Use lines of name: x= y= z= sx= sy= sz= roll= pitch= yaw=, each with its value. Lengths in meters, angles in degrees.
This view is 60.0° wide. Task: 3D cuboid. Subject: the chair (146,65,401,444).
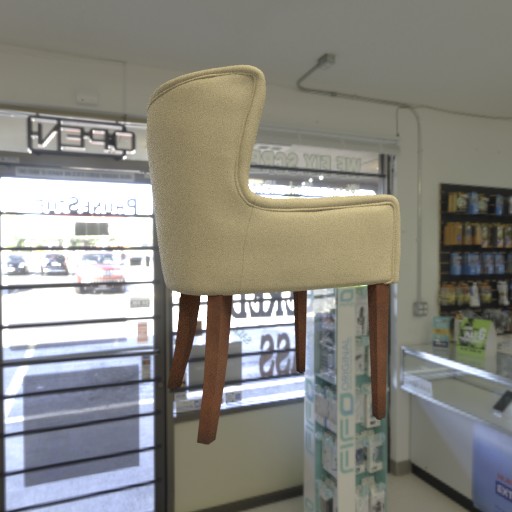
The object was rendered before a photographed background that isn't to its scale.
chair: x=0.000 y=0.000 z=1.433 sx=0.686 sy=0.952 sz=0.660 roll=0 pitch=1 yaw=-20
